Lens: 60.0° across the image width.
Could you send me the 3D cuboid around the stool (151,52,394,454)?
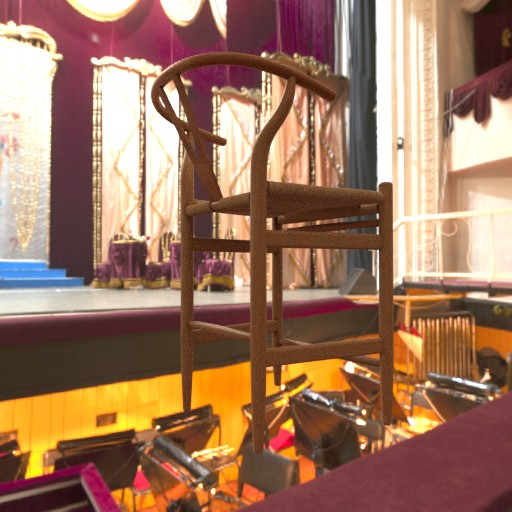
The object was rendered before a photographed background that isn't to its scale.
[{"bbox_3d":[0.000,0.000,1.260,0.575,0.923,0.536,1,-1,-36],"label":"stool"}]
